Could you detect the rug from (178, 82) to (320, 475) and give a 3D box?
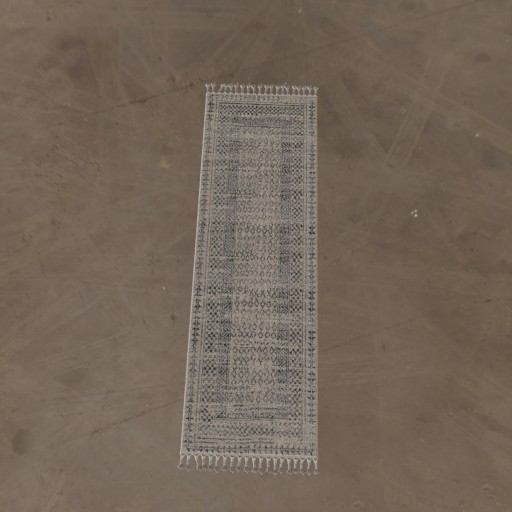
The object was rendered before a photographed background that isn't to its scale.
[{"bbox_3d":[0.000,0.000,2.752,0.786,0.013,2.480,2,75,1],"label":"rug"}]
